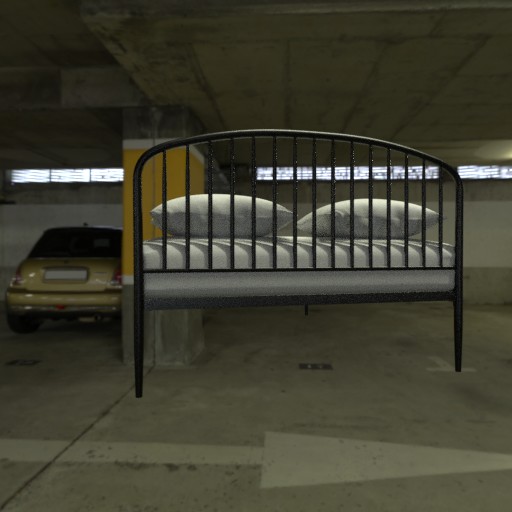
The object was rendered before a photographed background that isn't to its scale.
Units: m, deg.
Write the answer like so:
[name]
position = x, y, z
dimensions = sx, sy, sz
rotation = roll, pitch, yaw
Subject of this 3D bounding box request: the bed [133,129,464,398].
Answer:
[bed]
position = 0.000, 0.000, 3.076
dimensions = 1.618, 1.166, 2.159
rotation = 0, 0, -15
